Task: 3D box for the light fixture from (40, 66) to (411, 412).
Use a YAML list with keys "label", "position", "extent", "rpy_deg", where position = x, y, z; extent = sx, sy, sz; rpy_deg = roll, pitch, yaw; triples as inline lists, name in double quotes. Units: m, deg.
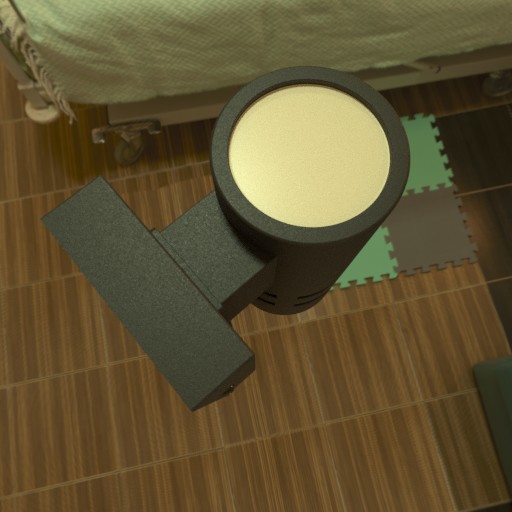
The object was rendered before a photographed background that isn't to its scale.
- label: "light fixture"
  position: [0.000, 0.000, 0.257]
  extent: [0.138, 0.179, 0.098]
  rpy_deg: [-40, 78, -10]
